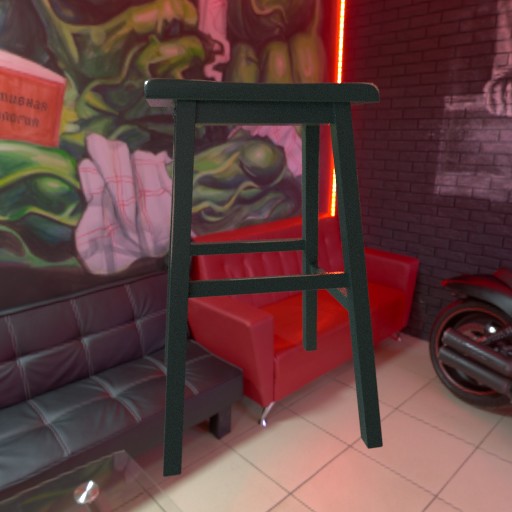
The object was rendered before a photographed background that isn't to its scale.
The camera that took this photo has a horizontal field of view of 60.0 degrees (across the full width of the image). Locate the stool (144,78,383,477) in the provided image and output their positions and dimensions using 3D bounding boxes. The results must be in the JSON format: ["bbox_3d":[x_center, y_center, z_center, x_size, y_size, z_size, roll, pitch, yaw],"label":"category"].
[{"bbox_3d":[0.000,0.000,1.027,0.457,0.737,0.476,-3,16,-10],"label":"stool"}]
